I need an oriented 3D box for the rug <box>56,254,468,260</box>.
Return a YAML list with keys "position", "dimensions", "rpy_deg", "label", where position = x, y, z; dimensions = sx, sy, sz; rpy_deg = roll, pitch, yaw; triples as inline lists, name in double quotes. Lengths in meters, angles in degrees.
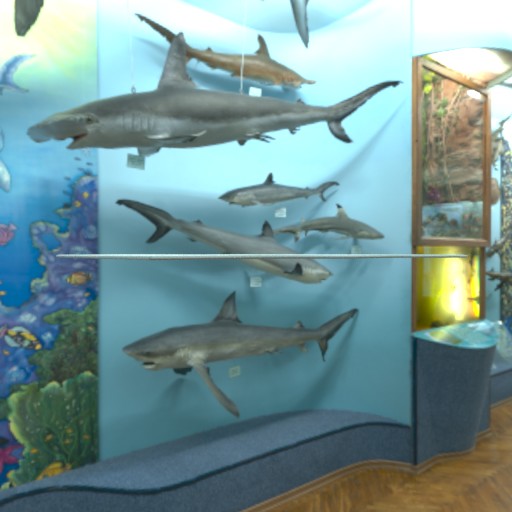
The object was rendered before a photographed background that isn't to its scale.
- position: [0.000, 0.000, 4.196]
  dimensions: [3.066, 0.030, 2.462]
  rpy_deg: [0, 0, -35]
  label: "rug"
